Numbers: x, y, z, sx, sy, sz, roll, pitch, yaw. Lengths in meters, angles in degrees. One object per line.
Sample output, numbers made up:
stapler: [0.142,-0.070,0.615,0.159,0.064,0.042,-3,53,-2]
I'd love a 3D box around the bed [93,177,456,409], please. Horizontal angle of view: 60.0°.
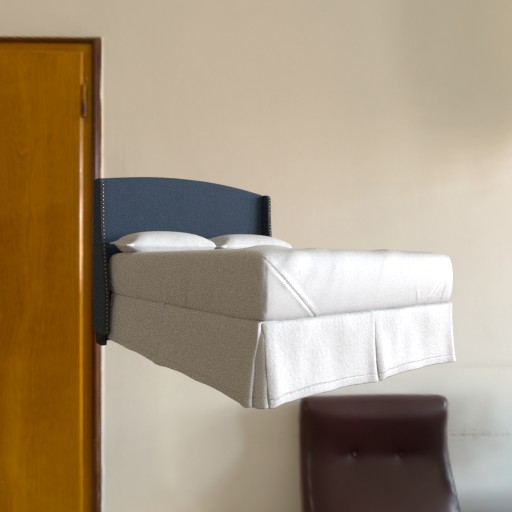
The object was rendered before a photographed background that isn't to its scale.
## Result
bed: [0.000,0.000,3.259,1.710,1.407,2.237,0,0,-36]
